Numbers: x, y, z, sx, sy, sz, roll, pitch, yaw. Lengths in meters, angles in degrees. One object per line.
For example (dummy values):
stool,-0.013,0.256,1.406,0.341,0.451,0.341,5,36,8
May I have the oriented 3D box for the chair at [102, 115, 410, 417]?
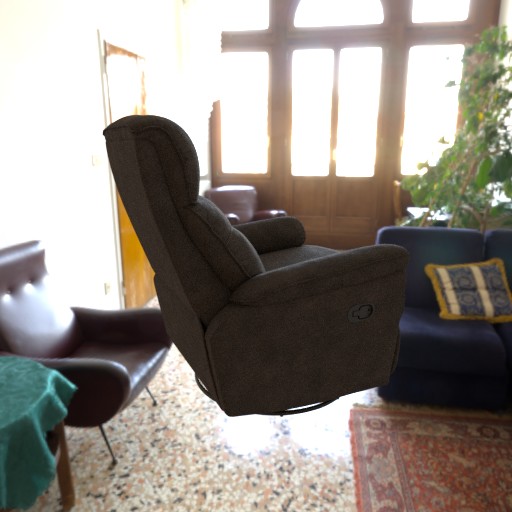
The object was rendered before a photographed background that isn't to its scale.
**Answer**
chair,0.000,0.000,1.731,1.009,1.035,0.830,-7,16,-25
